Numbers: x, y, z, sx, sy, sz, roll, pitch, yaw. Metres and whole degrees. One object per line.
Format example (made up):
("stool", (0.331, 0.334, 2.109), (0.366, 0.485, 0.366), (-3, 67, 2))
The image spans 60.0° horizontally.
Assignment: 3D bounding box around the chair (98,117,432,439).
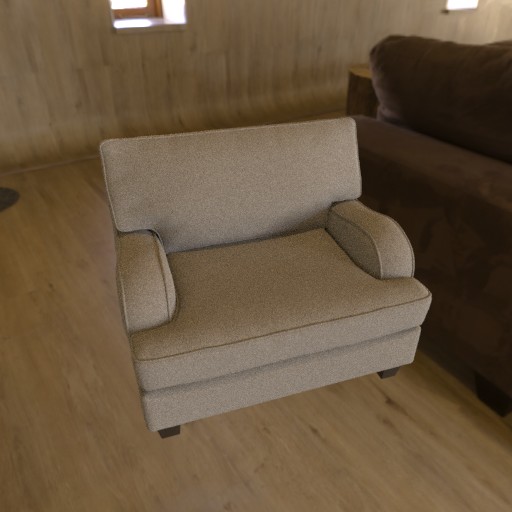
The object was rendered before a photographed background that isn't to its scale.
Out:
("chair", (0.000, 0.000, 2.021), (1.220, 1.016, 1.040), (-10, 34, -15))
